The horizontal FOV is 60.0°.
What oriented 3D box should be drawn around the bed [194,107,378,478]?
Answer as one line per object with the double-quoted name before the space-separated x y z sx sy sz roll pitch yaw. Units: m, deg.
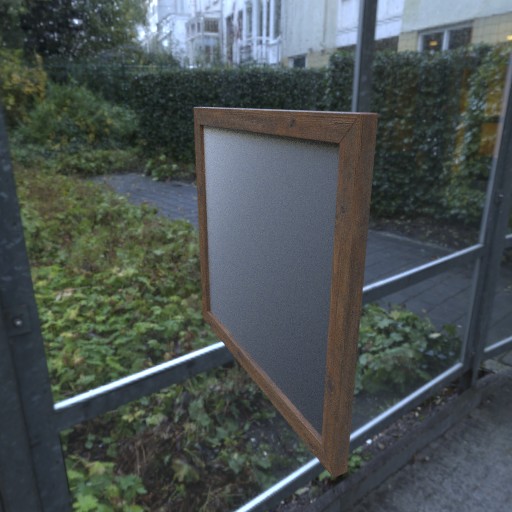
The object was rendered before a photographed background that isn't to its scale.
"bed" 0.000 0.000 1.498 0.046 0.942 1.046 -9 21 -25
